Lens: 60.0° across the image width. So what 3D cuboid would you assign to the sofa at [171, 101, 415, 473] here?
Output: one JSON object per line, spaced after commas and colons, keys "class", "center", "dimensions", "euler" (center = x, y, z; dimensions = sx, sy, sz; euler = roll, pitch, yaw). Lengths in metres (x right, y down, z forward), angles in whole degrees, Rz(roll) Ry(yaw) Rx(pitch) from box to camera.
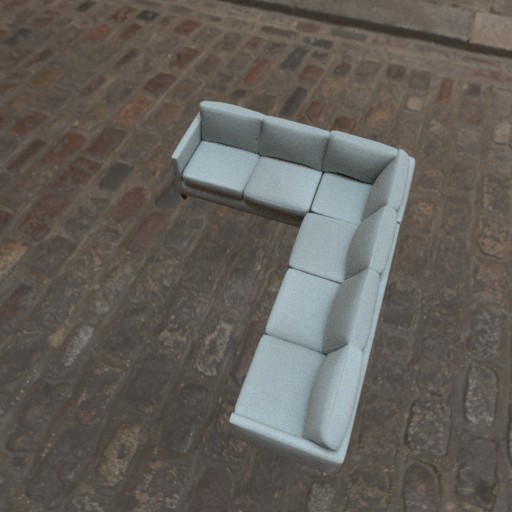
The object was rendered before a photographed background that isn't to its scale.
{"class": "sofa", "center": [0.000, 0.000, 4.476], "dimensions": [2.592, 0.947, 3.301], "euler": [17, 60, 10]}
